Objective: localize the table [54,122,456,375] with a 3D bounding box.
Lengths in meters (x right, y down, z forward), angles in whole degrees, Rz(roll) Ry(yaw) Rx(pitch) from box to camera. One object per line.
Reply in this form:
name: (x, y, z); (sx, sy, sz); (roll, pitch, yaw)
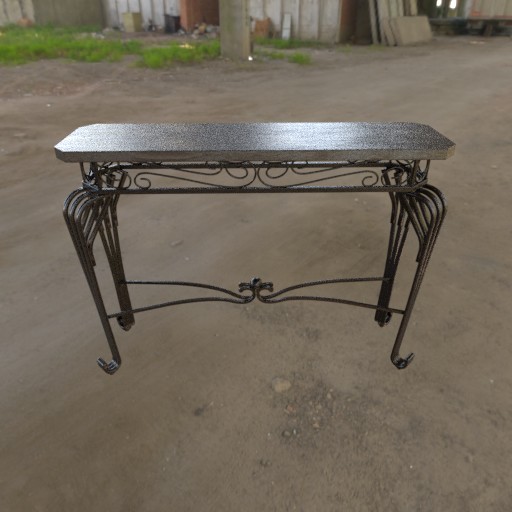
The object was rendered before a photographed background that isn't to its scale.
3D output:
table: (0.000, 0.000, 1.472); (1.112, 0.800, 0.329); (-1, 30, -1)
